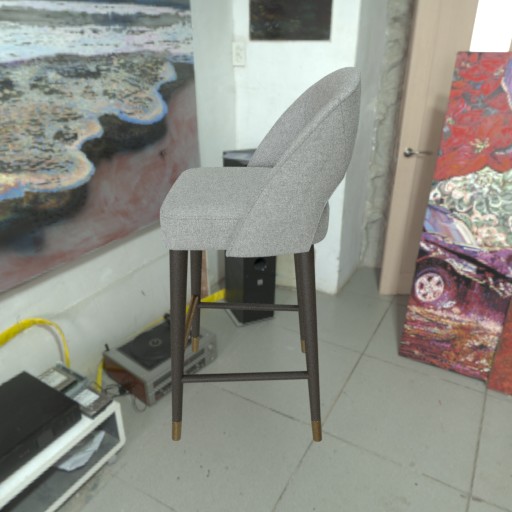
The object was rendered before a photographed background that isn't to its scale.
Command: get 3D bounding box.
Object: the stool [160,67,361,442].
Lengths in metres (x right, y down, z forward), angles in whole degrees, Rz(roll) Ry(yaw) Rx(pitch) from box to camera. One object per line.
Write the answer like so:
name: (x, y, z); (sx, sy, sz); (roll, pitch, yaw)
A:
stool: (0.000, 0.000, 1.321); (0.509, 1.037, 0.494); (0, 26, 1)
